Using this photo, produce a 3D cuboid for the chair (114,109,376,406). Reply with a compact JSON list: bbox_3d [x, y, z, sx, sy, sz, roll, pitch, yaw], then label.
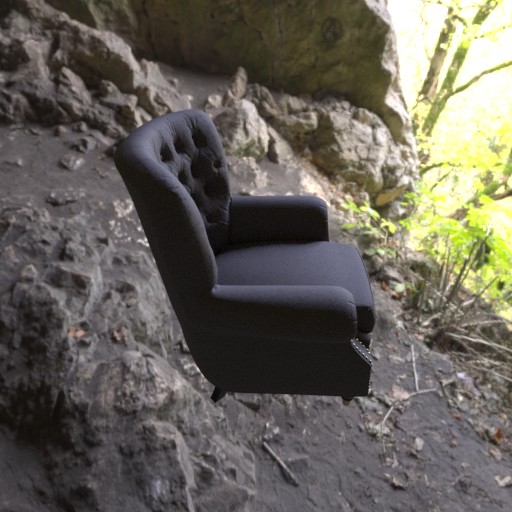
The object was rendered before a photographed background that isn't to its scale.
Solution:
[{"bbox_3d":[0.000,0.000,1.862,0.983,1.046,0.983,0,31,1],"label":"chair"}]
